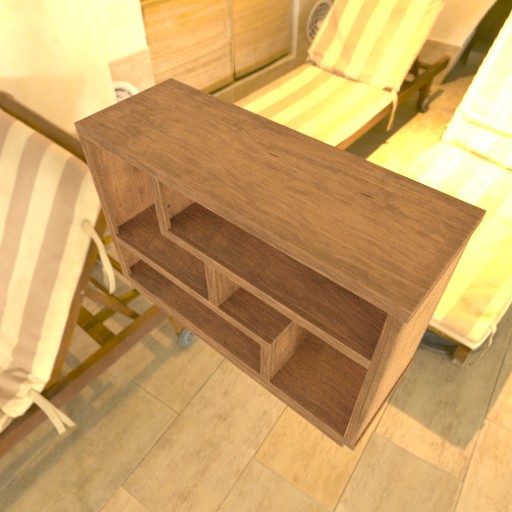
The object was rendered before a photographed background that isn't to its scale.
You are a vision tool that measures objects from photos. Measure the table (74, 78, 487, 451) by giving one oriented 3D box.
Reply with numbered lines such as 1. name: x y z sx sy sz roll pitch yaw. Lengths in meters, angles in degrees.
1. table: 0.000 0.000 1.522 1.151 0.771 0.410 31 54 26
